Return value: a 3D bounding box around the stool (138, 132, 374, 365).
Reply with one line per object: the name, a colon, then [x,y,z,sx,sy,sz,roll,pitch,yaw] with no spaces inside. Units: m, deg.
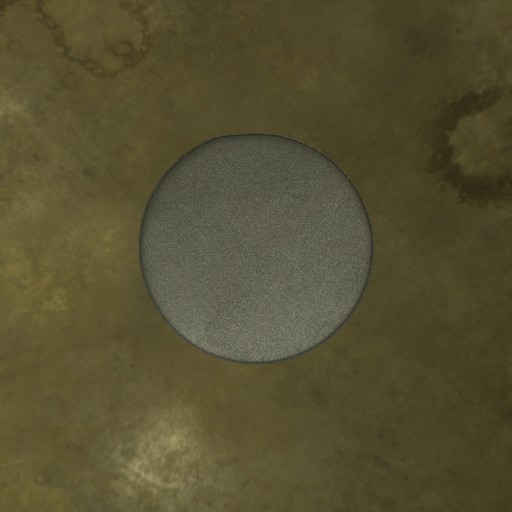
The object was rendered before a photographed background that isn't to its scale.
stool: [0.000,0.000,0.686,0.381,0.365,0.382,0,88,1]
